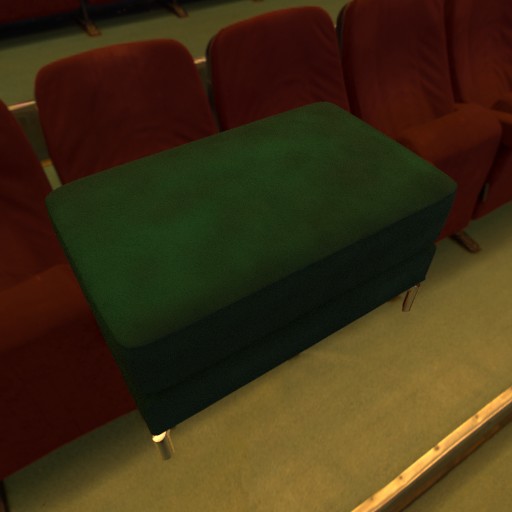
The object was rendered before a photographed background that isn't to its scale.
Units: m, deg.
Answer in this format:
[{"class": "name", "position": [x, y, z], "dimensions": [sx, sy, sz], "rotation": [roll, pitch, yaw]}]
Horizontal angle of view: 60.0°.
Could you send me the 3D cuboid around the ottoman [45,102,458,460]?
[{"class": "ottoman", "position": [0.000, 0.000, 1.217], "dimensions": [0.886, 0.533, 0.536], "rotation": [-25, 51, -22]}]
